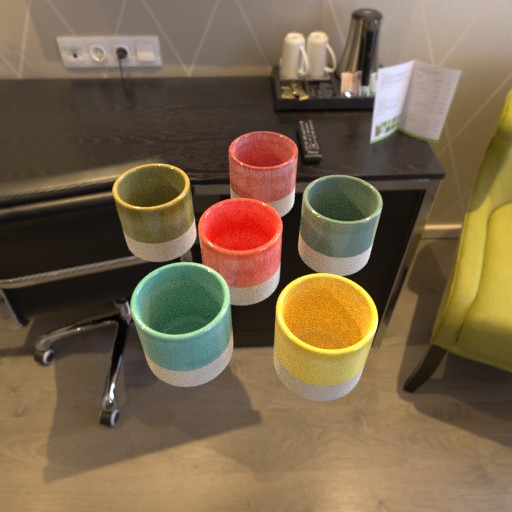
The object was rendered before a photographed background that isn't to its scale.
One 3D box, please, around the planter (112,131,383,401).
[{"bbox_3d":[0.000,0.000,0.418,0.257,0.075,0.286,-24,51,-22],"label":"planter"}]
